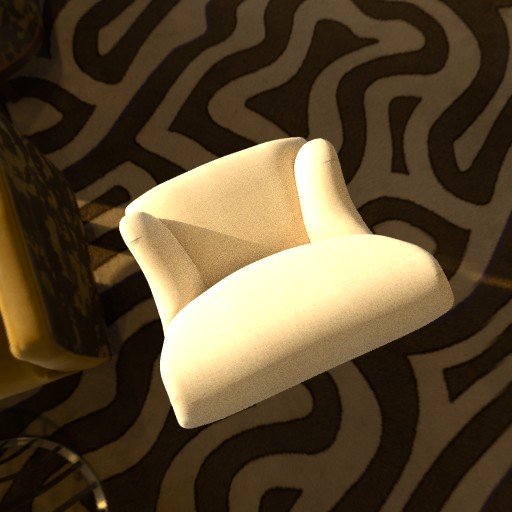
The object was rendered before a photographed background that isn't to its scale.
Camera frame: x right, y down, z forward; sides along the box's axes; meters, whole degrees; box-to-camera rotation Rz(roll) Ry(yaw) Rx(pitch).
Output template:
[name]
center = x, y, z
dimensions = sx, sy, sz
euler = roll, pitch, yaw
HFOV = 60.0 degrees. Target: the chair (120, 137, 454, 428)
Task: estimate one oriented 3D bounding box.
[chair]
center = 0.000, 0.000, 1.536
dimensions = 0.766, 0.944, 0.842
euler = -23, 77, -6
